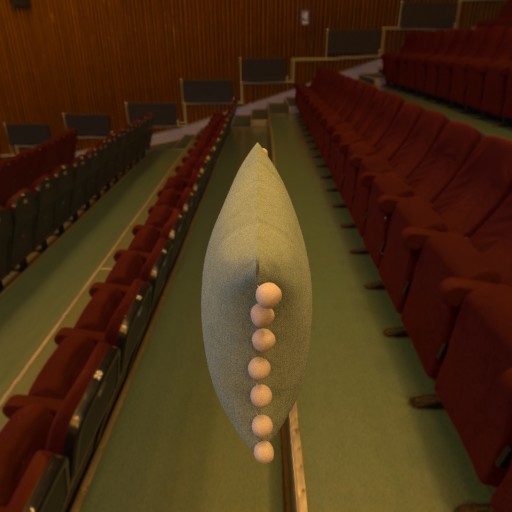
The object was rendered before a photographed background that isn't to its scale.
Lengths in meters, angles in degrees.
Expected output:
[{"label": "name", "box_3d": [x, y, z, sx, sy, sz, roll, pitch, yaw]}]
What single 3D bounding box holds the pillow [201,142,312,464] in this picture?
[{"label": "pillow", "box_3d": [0.000, 0.000, 0.848, 0.201, 0.322, 0.709, 0, 26, 0]}]
